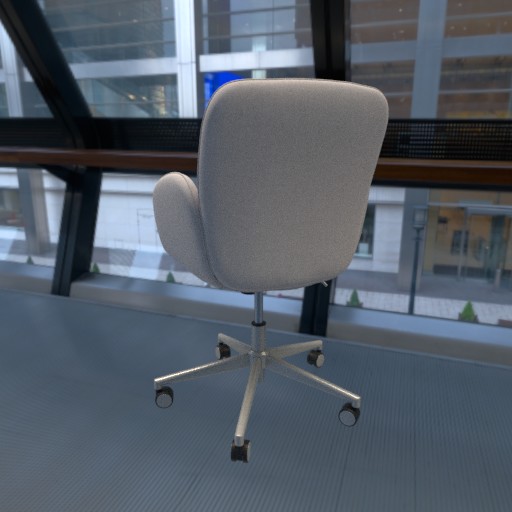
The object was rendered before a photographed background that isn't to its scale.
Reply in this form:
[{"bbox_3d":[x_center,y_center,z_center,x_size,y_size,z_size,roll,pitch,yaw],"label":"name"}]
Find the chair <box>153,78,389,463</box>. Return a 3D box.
[{"bbox_3d":[0.000,0.000,1.374,0.648,0.959,0.633,-7,16,-26],"label":"chair"}]
